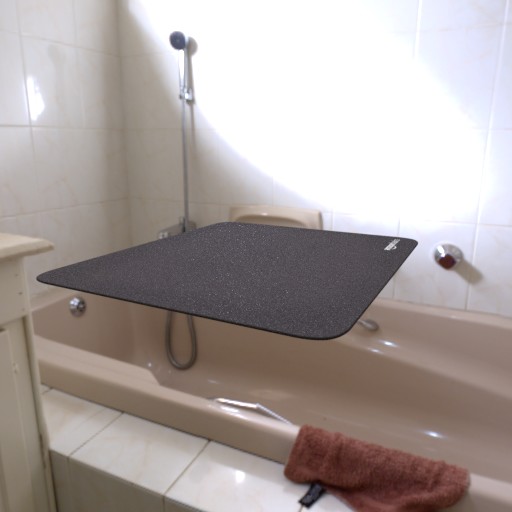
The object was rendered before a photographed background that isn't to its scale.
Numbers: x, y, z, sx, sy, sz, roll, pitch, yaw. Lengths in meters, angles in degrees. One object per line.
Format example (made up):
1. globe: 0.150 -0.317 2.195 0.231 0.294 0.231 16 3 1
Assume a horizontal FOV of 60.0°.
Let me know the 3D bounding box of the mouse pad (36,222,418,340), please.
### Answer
1. mouse pad: 0.000 0.000 0.442 0.269 0.002 0.315 7 16 27
